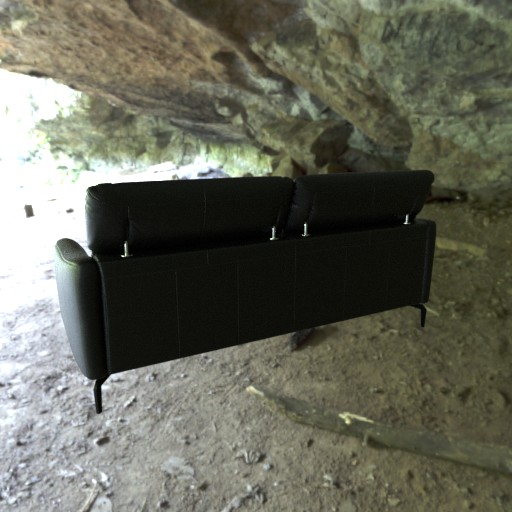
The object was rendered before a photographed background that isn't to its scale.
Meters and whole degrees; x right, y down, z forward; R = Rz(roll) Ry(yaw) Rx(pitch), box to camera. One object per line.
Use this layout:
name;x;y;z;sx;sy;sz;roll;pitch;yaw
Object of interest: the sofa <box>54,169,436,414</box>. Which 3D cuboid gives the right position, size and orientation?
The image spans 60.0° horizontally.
sofa;0.000;0.000;2.515;2.069;0.957;0.856;-8;16;-27
